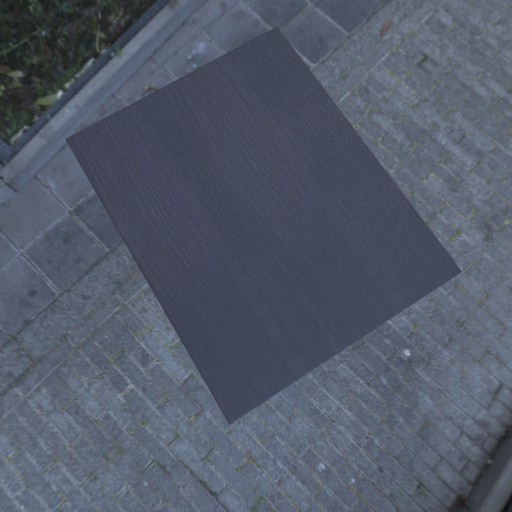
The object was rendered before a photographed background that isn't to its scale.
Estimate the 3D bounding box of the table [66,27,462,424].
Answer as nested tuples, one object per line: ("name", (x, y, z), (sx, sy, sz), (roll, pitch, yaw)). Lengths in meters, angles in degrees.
("table", (0.000, 0.000, 0.953), (0.381, 0.635, 0.480), (-31, 78, -7))
